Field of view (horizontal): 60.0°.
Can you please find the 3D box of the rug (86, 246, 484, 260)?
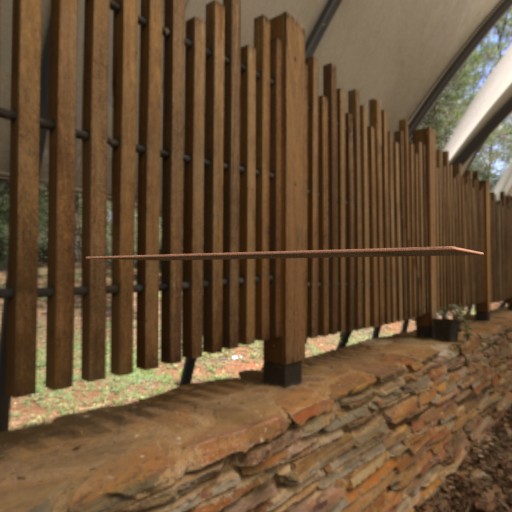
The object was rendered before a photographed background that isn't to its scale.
[{"bbox_3d":[0.000,0.000,2.745,2.435,0.015,0.760,-1,-2,35],"label":"rug"}]
